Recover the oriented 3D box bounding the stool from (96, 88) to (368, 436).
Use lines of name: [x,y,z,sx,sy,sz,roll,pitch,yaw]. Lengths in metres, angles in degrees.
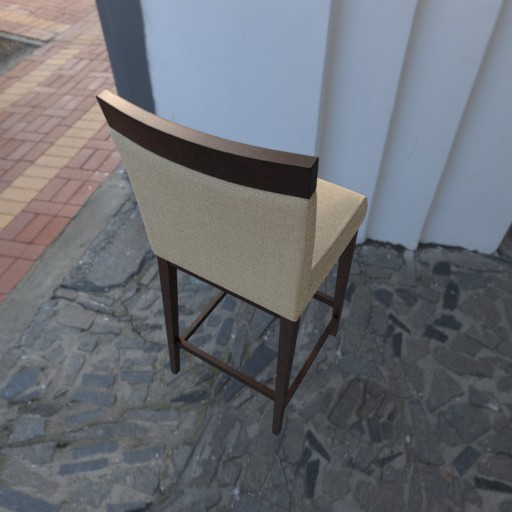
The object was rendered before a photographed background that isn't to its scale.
stool: [0.000,0.000,1.377,0.511,1.117,0.531,24,50,21]
